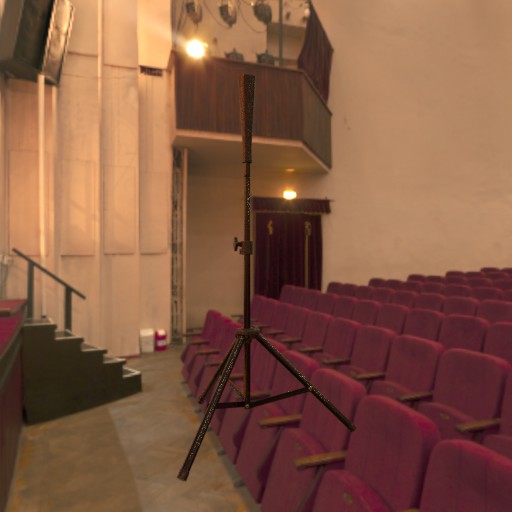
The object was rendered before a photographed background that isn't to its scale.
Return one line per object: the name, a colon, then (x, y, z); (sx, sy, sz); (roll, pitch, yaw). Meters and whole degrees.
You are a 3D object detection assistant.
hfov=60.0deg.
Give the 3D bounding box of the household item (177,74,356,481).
household item: (0.000, 0.000, 1.379); (0.559, 1.067, 0.559); (0, 0, -17)
